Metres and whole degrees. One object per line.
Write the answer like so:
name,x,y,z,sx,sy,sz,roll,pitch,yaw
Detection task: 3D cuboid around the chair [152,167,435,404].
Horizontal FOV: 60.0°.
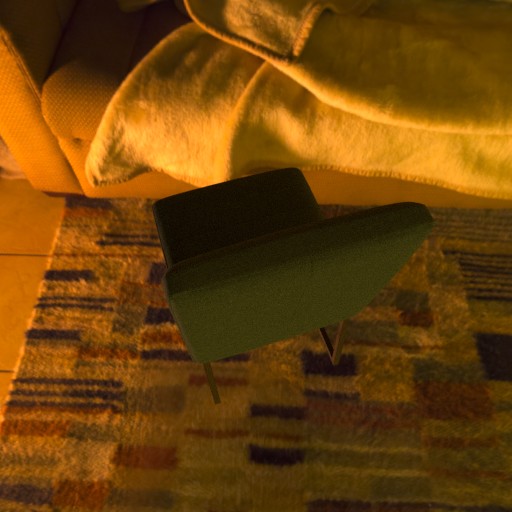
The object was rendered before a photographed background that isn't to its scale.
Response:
chair,0.000,0.000,1.302,0.520,0.930,0.634,-15,59,-9
